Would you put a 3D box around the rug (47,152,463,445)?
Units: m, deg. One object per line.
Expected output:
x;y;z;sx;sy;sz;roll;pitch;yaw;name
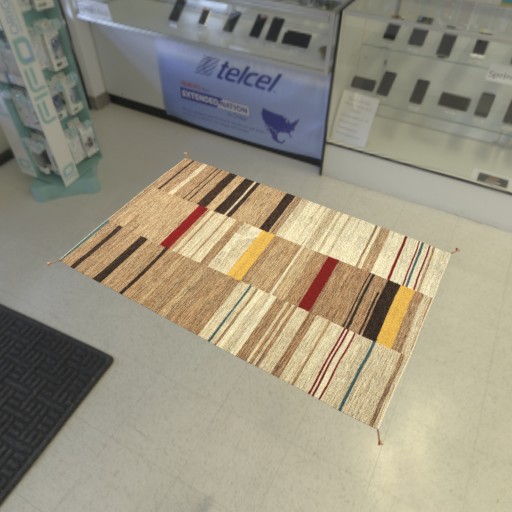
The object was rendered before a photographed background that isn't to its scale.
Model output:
0.000;0.000;2.414;1.918;0.007;1.268;23;50;21;rug
